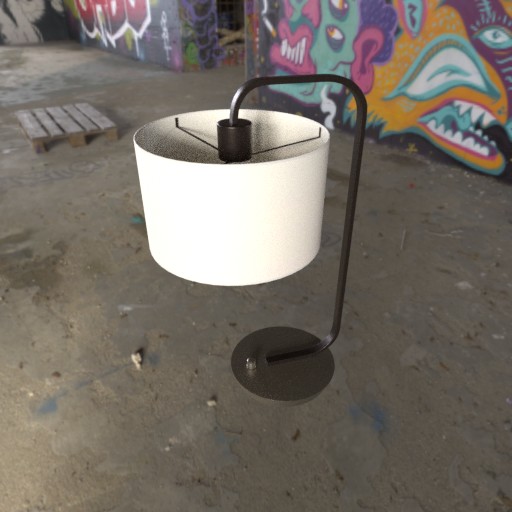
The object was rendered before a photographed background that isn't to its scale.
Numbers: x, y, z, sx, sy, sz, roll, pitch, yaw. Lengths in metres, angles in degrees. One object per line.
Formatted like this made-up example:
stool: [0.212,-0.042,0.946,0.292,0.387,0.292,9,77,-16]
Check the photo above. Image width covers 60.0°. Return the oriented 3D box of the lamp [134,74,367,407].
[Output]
lamp: [0.000,0.000,0.627,0.288,0.473,0.230,-8,32,-14]
